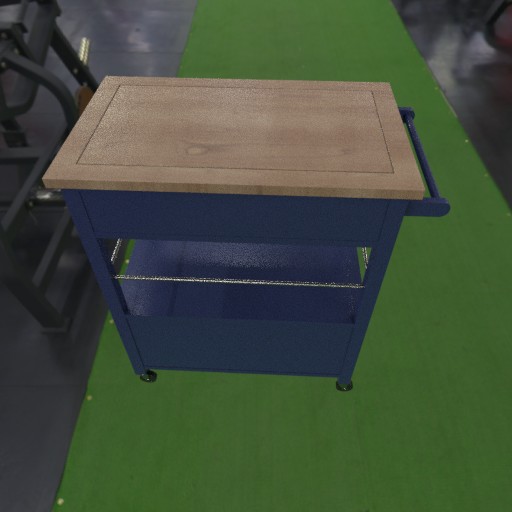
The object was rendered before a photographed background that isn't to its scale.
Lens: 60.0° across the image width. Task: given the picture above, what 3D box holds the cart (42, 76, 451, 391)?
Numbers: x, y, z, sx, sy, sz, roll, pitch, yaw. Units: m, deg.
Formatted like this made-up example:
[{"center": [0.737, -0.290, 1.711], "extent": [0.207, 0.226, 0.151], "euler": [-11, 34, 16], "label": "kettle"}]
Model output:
[{"center": [0.000, 0.000, 1.362], "extent": [0.840, 0.901, 0.459], "euler": [2, 47, 2], "label": "cart"}]
